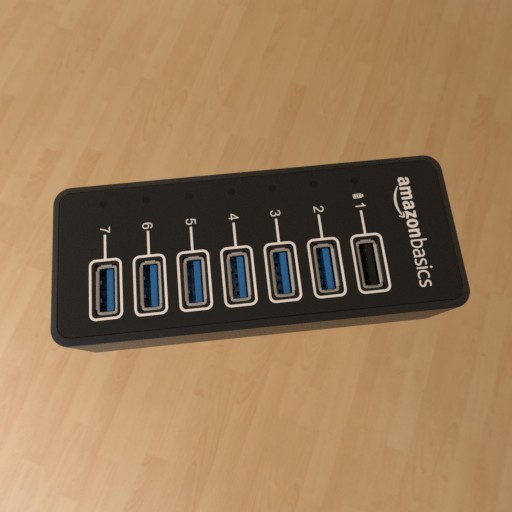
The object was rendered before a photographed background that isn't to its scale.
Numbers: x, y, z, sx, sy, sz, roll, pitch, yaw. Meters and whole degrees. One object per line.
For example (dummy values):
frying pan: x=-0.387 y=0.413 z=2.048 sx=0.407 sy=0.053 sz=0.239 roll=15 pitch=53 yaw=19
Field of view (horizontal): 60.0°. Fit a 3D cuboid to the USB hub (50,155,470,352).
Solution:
USB hub: x=0.000 y=0.000 z=0.130 sx=0.110 sy=0.023 sz=0.044 roll=-6 pitch=74 yaw=-2
